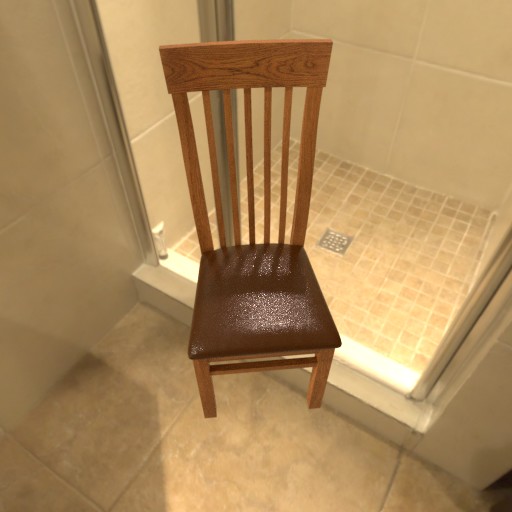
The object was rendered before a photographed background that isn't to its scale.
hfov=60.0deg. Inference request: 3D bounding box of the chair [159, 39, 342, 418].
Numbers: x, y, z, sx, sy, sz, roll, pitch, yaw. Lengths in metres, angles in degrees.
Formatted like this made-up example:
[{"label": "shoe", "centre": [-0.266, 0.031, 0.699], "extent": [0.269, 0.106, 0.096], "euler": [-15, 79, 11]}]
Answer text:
[{"label": "chair", "centre": [0.000, 0.000, 1.355], "extent": [0.450, 1.050, 0.580], "euler": [-4, 48, -4]}]
